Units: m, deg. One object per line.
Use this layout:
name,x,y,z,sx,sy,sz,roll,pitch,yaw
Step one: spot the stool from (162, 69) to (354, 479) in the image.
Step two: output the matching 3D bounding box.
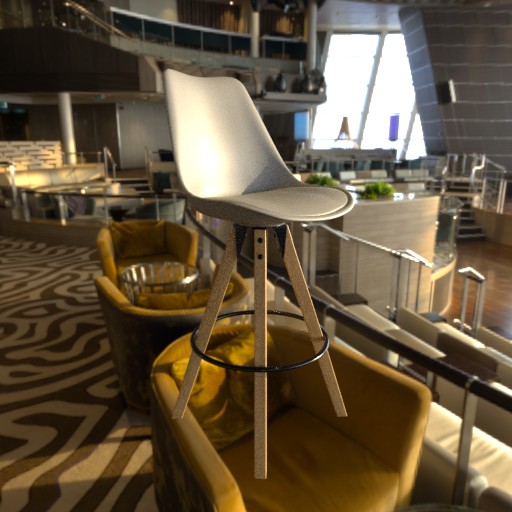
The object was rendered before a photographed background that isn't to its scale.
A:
stool,0.000,0.000,1.387,0.550,1.115,0.485,14,20,43
